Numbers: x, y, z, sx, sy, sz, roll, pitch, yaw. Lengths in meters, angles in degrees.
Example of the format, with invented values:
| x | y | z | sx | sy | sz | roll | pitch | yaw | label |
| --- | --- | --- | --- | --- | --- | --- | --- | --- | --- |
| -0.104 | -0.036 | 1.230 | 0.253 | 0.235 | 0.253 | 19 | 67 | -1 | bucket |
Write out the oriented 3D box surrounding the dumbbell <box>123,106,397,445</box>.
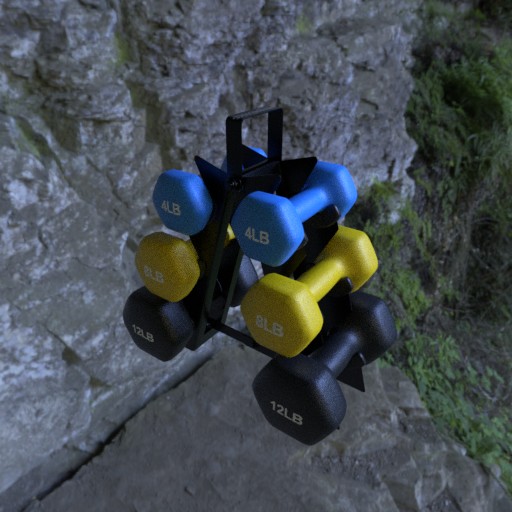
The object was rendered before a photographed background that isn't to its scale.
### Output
| x | y | z | sx | sy | sz | roll | pitch | yaw | label |
| --- | --- | --- | --- | --- | --- | --- | --- | --- | --- |
| 0.000 | 0.000 | 0.675 | 0.409 | 0.426 | 0.255 | 19 | 35 | 31 | dumbbell |
